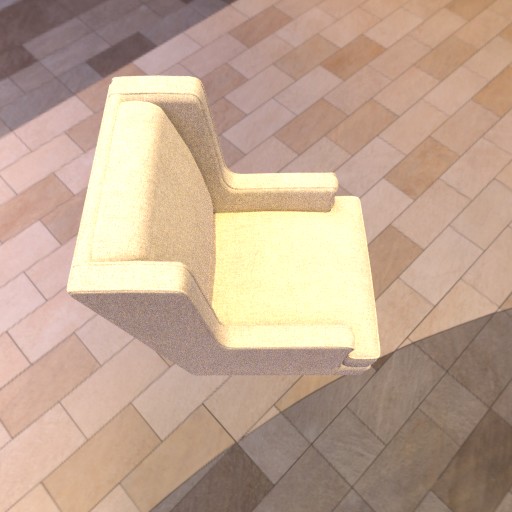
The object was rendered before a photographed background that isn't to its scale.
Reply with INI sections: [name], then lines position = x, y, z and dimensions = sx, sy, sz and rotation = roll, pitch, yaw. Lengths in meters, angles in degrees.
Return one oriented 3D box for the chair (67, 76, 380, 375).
[chair]
position = 0.000, 0.000, 1.728
dimensions = 0.948, 1.082, 0.764
rotation = 0, 62, 0
